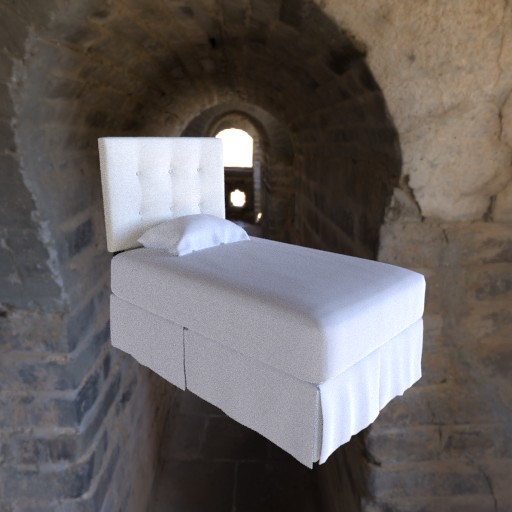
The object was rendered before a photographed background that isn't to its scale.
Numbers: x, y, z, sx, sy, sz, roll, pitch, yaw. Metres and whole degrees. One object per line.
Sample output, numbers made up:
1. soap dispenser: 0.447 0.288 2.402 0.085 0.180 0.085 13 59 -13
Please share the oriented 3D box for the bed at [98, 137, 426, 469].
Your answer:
1. bed: 0.000 0.000 3.024 1.997 1.571 1.261 13 20 41
